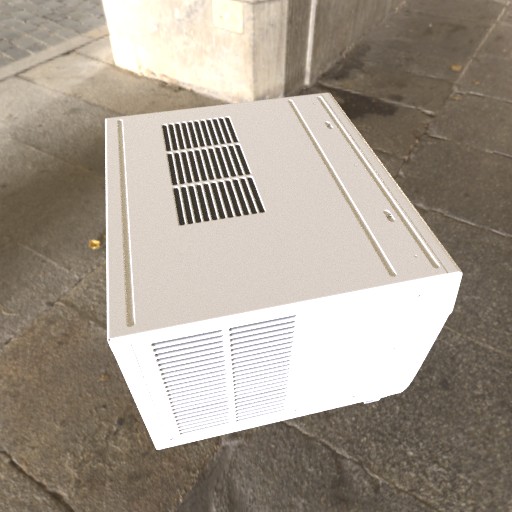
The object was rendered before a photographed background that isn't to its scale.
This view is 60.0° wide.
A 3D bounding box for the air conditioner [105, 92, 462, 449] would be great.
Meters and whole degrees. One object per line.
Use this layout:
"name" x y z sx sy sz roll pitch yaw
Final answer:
"air conditioner" 0.000 0.000 1.068 0.599 0.455 0.645 -10 48 -9
